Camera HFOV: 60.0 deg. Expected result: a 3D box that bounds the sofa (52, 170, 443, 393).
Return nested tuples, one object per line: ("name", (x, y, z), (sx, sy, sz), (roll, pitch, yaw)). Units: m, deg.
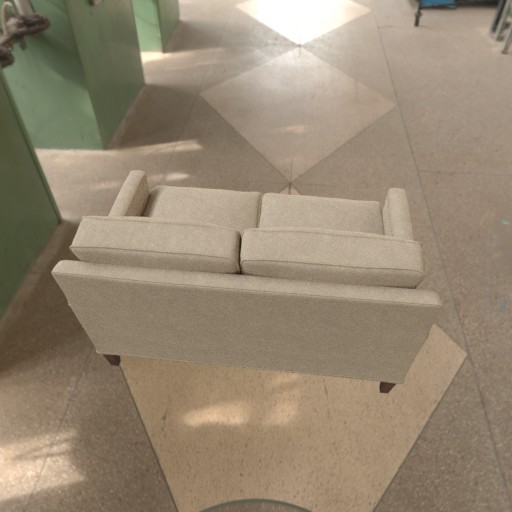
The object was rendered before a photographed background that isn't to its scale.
("sofa", (0.000, 0.000, 2.294), (1.597, 1.002, 1.084), (5, 46, 4))
